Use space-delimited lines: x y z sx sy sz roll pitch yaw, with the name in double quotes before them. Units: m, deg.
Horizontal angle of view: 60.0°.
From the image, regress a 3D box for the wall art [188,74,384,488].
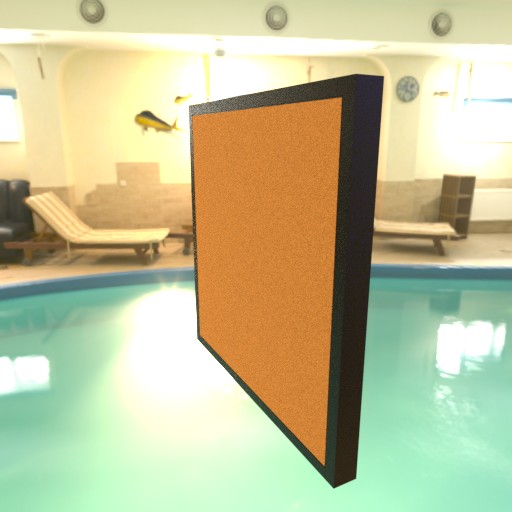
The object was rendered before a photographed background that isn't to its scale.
"wall art" 0.000 0.000 0.739 0.038 0.506 0.506 -8 17 -27
